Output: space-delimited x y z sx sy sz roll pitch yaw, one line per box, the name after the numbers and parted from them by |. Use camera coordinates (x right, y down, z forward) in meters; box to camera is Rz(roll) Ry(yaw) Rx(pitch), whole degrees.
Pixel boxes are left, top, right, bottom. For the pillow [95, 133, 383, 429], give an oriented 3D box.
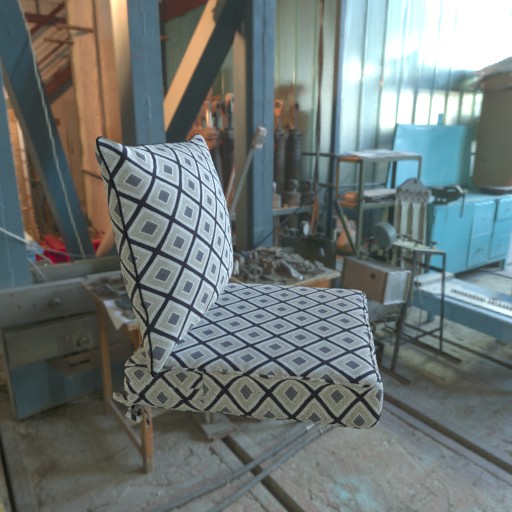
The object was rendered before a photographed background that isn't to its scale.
0.000 0.000 1.357 0.733 0.722 0.798 3 16 9 | pillow
